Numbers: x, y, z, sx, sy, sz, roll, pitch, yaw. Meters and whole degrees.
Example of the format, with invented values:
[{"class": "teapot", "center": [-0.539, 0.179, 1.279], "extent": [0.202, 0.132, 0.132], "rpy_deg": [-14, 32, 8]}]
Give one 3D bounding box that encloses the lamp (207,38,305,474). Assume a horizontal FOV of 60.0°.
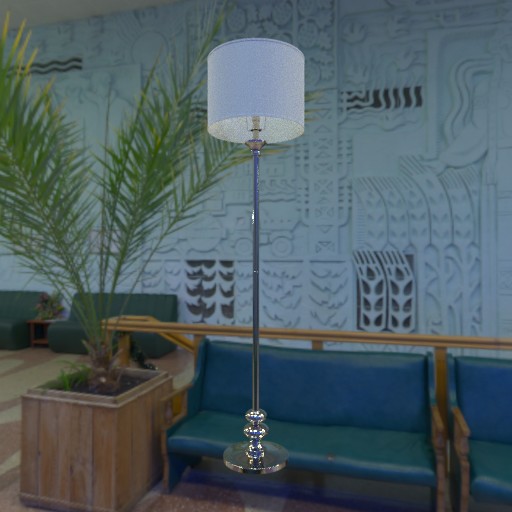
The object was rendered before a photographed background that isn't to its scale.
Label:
[{"class": "lamp", "center": [0.000, 0.000, 1.634], "extent": [0.356, 1.487, 0.356], "rpy_deg": [0, 0, 18]}]
